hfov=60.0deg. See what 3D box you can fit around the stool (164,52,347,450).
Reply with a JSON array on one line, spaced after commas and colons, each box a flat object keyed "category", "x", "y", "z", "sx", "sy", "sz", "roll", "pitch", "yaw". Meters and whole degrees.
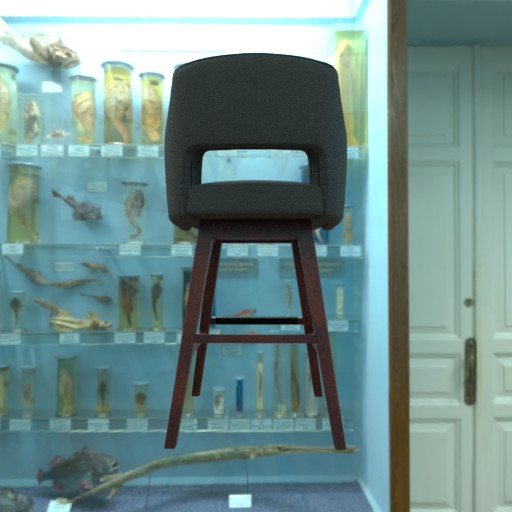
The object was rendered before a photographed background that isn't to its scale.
[{"category": "stool", "x": 0.000, "y": 0.000, "z": 1.365, "sx": 0.548, "sy": 1.012, "sz": 0.558, "roll": 0, "pitch": -1, "yaw": 1}]
